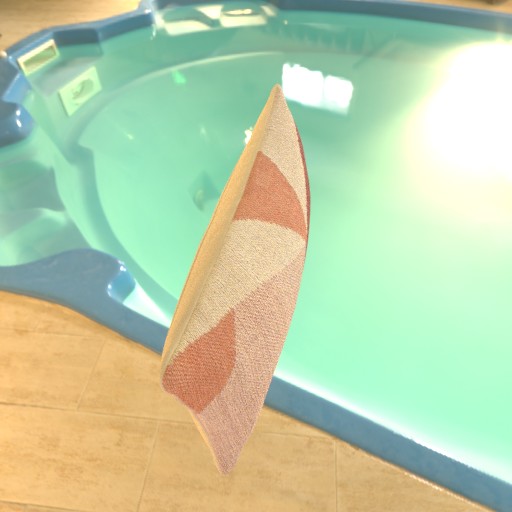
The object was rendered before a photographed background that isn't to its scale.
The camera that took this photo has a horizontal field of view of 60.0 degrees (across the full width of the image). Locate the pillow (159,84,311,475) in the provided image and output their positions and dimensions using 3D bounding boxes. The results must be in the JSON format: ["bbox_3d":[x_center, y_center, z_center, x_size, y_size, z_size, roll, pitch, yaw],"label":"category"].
[{"bbox_3d":[0.000,0.000,0.715,0.155,0.292,0.609,9,47,8],"label":"pillow"}]
